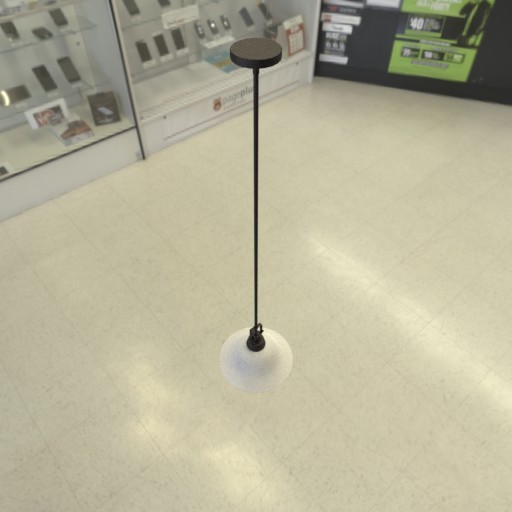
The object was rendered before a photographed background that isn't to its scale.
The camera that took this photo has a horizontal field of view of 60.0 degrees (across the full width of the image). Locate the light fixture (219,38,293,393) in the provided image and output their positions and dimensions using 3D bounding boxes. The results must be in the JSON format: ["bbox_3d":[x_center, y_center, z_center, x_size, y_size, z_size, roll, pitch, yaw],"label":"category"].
[{"bbox_3d":[0.000,0.000,1.455,0.324,1.337,0.324,-31,55,-25],"label":"light fixture"}]
